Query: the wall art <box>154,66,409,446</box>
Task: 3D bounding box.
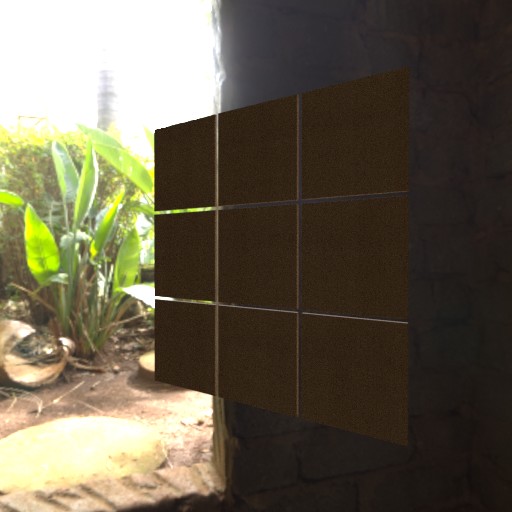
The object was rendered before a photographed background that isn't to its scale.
[{"bbox_3d":[0.000,0.000,1.789,1.219,1.218,0.013,0,1,37],"label":"wall art"}]
